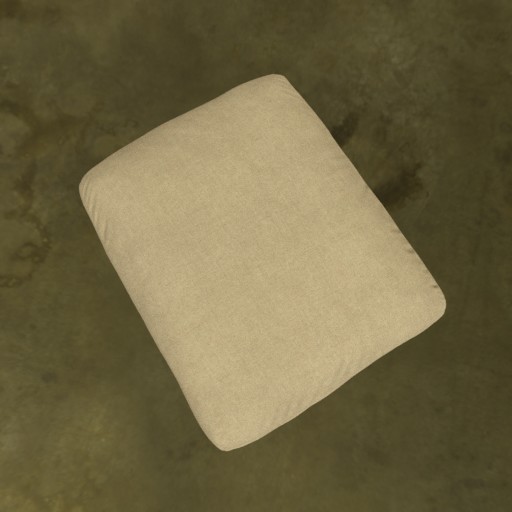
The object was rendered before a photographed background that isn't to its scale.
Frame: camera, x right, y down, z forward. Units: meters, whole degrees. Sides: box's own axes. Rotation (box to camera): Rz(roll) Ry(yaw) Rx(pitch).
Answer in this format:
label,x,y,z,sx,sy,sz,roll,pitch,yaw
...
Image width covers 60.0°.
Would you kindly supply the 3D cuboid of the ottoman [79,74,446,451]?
label,x,y,z,sx,sy,sz,roll,pitch,yaw
ottoman,0.000,0.000,1.265,0.683,0.481,0.837,-31,78,-7
